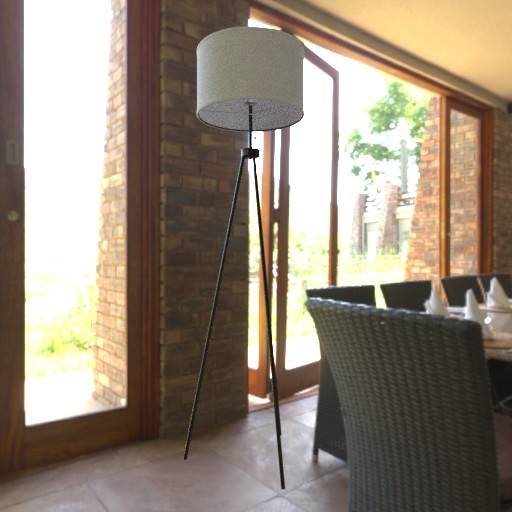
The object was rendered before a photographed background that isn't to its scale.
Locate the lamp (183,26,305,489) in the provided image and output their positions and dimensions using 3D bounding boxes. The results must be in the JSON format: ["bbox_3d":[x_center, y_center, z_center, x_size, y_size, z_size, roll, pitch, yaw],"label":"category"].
[{"bbox_3d":[0.000,0.000,1.677,0.448,1.545,0.458,0,0,-35],"label":"lamp"}]
